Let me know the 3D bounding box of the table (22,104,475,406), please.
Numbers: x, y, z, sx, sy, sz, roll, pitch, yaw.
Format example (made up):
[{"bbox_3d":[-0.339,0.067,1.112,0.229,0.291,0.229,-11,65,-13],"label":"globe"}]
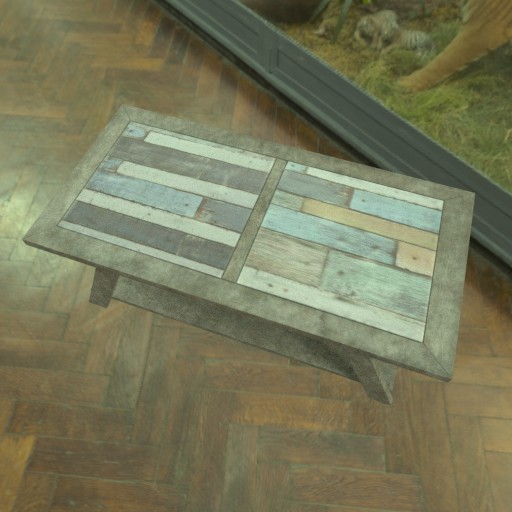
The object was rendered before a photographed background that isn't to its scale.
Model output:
[{"bbox_3d":[0.000,0.000,1.524,1.219,0.470,0.610,17,60,10],"label":"table"}]
